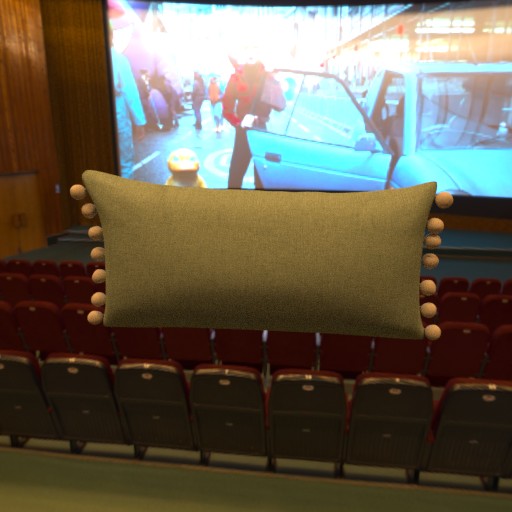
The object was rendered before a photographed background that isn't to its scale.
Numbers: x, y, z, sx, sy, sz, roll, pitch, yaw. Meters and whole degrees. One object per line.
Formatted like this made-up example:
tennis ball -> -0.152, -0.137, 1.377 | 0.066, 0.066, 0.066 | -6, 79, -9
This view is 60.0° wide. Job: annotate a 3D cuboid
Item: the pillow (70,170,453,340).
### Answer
pillow -> 0.000, 0.000, 0.856 | 0.709, 0.322, 0.201 | 2, 15, 6
